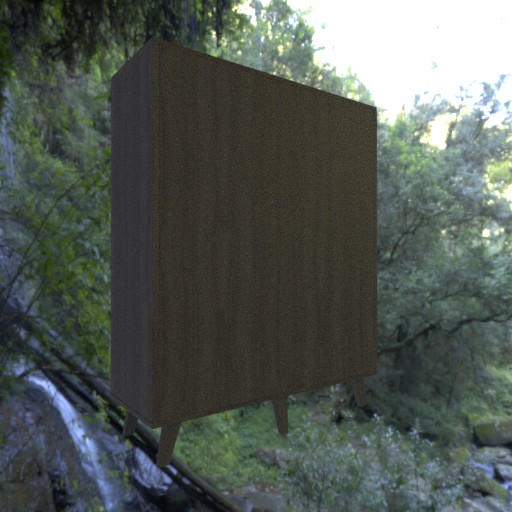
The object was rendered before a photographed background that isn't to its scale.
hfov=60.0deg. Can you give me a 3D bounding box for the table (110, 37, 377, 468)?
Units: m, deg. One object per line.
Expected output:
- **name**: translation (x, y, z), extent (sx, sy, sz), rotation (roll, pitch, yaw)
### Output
- **table**: translation (0.000, 0.000, 1.892), extent (1.111, 1.388, 0.398), rotation (0, 0, -37)
